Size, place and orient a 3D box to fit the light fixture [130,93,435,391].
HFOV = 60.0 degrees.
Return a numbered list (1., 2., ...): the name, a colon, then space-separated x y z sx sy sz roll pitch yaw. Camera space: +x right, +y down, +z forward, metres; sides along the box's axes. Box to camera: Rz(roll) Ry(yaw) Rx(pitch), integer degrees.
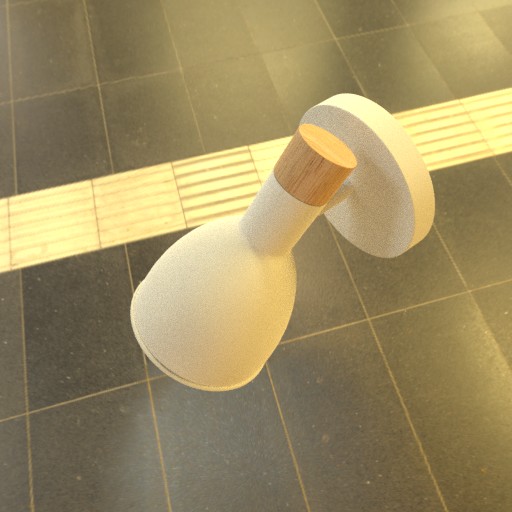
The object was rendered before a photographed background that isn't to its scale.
1. light fixture: 0.000 0.000 0.328 0.209 0.199 0.127 -32 68 -15
